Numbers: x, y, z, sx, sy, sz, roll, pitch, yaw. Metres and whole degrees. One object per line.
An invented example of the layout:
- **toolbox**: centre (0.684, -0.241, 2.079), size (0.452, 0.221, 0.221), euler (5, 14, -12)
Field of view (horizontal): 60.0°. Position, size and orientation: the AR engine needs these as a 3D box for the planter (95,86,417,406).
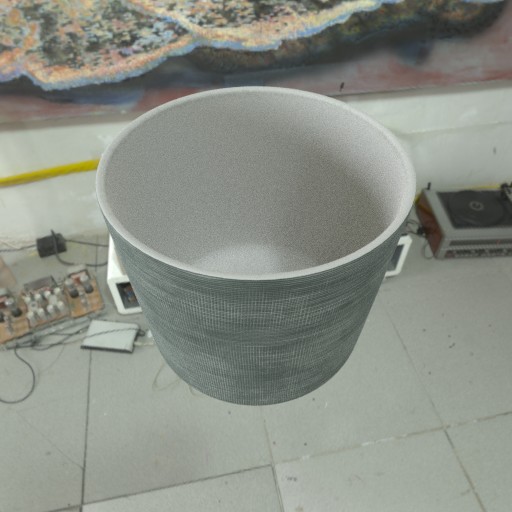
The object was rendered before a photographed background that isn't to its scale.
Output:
- **planter**: centre (0.000, 0.000, 0.769), size (0.440, 0.398, 0.440), euler (0, 47, 0)
